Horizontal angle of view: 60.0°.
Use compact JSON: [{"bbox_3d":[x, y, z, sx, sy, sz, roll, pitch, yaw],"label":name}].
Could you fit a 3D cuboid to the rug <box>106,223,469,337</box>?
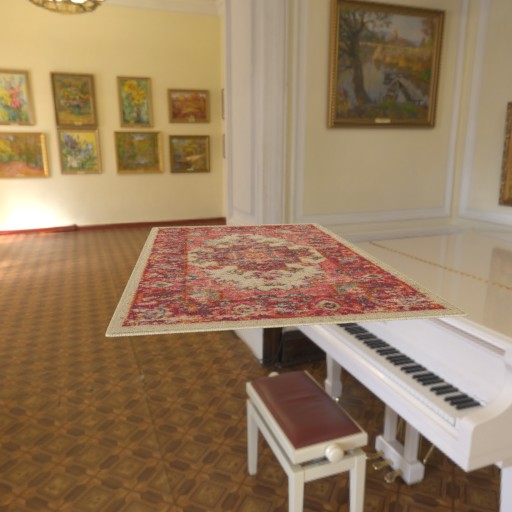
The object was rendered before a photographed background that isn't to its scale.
[{"bbox_3d":[0.000,0.000,1.073,0.556,0.004,0.868,-2,14,-8],"label":"rug"}]
